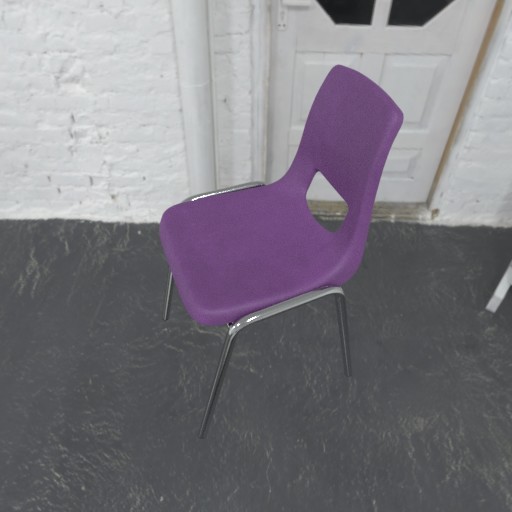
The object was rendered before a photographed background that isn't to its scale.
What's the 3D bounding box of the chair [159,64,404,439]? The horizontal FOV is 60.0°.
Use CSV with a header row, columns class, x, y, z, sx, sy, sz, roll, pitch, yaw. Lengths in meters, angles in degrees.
class,x,y,z,sx,sy,sz,roll,pitch,yaw
chair,0.000,0.000,0.954,0.432,0.704,0.381,-16,48,-15
